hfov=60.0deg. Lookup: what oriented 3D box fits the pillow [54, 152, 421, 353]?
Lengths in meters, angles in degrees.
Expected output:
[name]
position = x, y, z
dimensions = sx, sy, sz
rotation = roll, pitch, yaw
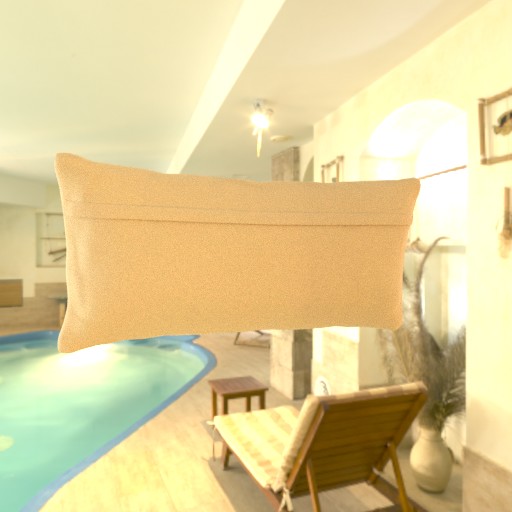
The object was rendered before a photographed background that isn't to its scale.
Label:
[pillow]
position = 0.000, 0.000, 0.735
dimensions = 0.609, 0.292, 0.155
rotation = 0, 0, -18
